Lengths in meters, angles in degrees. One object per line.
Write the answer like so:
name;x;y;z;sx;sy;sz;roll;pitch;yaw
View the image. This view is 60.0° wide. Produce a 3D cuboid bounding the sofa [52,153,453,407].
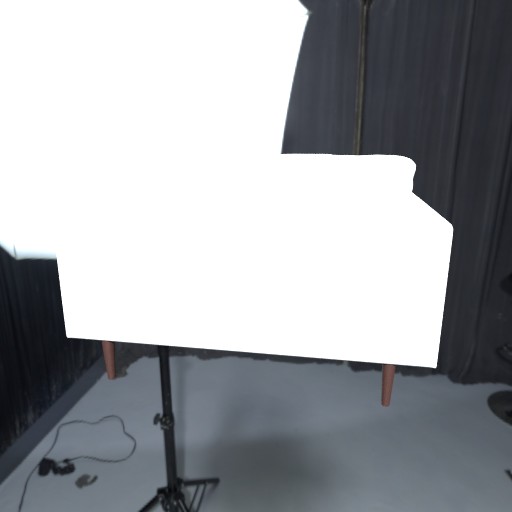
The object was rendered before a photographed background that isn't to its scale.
sofa;0.000;0.000;1.967;1.430;0.908;0.796;3;16;9
